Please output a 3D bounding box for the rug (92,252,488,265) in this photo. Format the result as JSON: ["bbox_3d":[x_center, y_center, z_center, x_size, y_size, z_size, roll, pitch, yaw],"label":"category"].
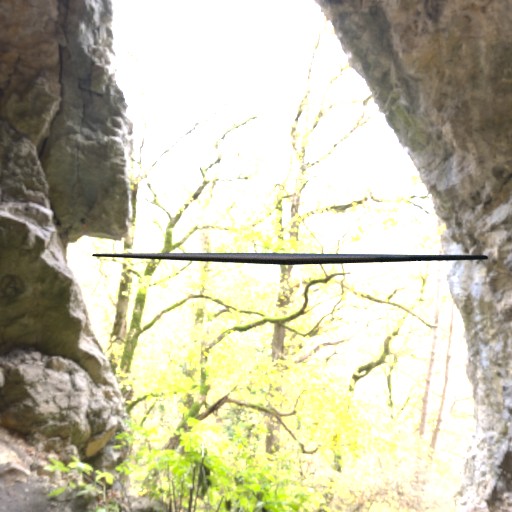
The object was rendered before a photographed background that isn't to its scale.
[{"bbox_3d":[0.000,0.000,3.069,1.540,0.027,2.450,-1,1,-37],"label":"rug"}]
